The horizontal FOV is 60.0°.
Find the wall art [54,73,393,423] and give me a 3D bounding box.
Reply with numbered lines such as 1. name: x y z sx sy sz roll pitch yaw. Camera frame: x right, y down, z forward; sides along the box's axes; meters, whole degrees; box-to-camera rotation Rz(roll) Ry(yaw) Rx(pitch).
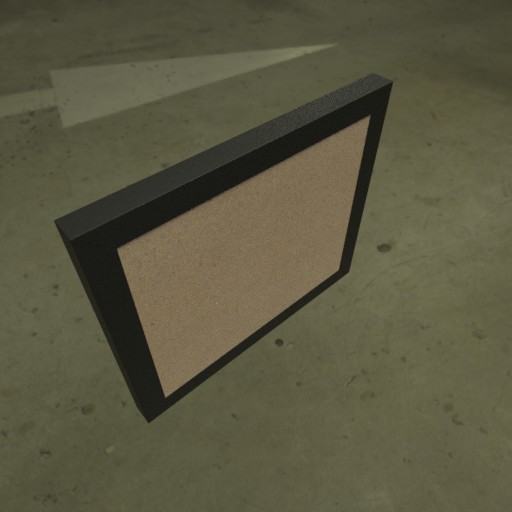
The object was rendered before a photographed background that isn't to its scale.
1. wall art: 0.000 0.000 0.529 0.381 0.321 0.028 -32 55 -27
